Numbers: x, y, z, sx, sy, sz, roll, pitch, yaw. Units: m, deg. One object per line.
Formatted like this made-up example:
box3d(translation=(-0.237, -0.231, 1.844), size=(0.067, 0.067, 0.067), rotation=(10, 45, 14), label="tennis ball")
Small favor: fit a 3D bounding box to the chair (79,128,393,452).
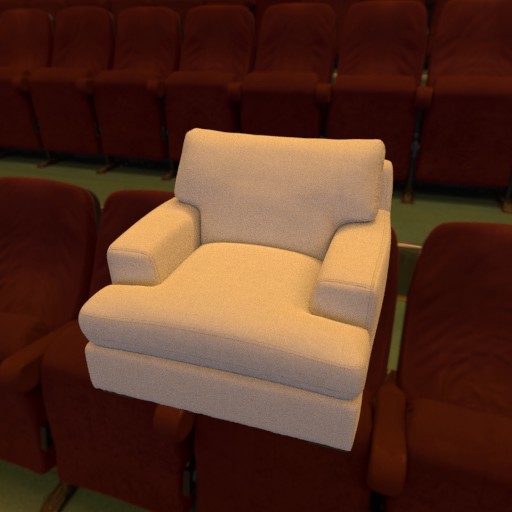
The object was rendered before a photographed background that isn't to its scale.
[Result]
box3d(translation=(0.000, 0.000, 1.985), size=(1.140, 0.930, 1.158), rotation=(8, 28, 16), label="chair")
